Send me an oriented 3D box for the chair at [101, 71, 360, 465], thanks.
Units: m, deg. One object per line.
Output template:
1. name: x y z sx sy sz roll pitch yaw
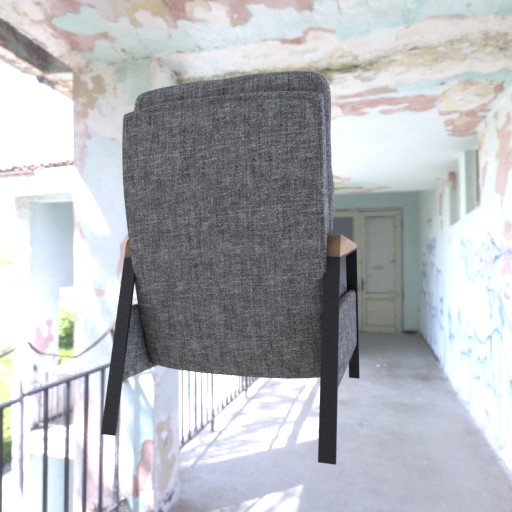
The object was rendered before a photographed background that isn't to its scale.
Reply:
1. chair: 0.000 0.000 1.604 0.671 1.042 0.868 0 -1 17
